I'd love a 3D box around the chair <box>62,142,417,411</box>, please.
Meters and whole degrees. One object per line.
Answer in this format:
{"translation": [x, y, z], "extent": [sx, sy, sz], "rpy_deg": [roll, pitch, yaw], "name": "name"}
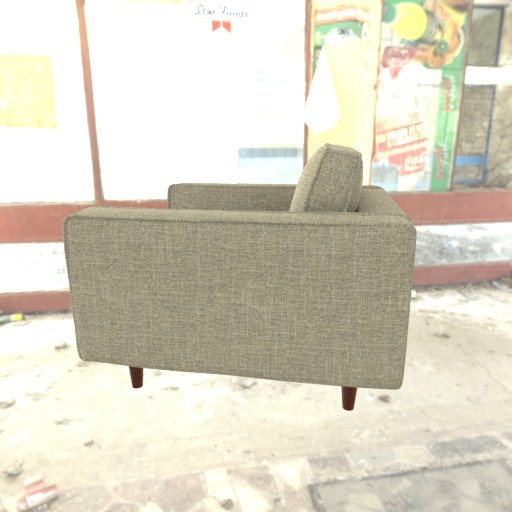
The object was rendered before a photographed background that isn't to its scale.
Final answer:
{"translation": [0.000, 0.000, 1.543], "extent": [0.914, 0.765, 0.889], "rpy_deg": [3, 15, 10], "name": "chair"}
